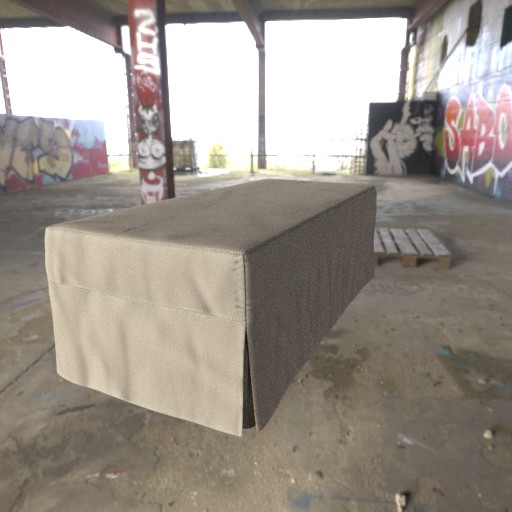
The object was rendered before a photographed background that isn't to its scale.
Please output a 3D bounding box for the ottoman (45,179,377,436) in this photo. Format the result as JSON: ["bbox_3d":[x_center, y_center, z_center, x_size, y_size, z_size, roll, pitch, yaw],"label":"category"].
[{"bbox_3d":[0.000,0.000,1.679,0.665,0.457,1.388,8,17,25],"label":"ottoman"}]
